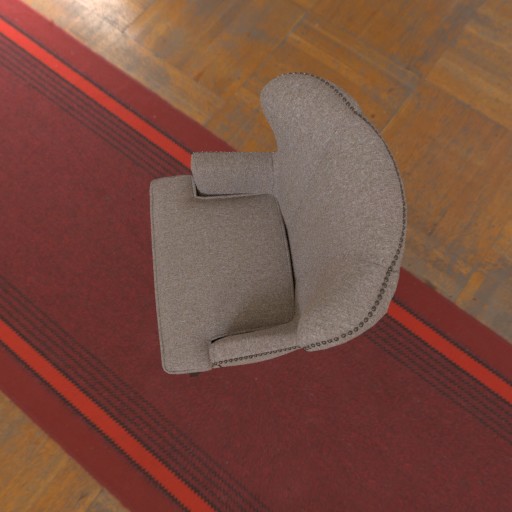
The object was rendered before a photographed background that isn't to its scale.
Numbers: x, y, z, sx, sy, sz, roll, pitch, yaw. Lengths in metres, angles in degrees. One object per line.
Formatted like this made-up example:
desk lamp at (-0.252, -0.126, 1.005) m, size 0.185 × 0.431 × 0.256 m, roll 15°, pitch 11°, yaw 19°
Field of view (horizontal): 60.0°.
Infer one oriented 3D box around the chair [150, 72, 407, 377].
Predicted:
chair at (0.000, 0.000, 1.602) m, size 0.758 × 1.060 × 0.759 m, roll -7°, pitch 75°, yaw -2°
